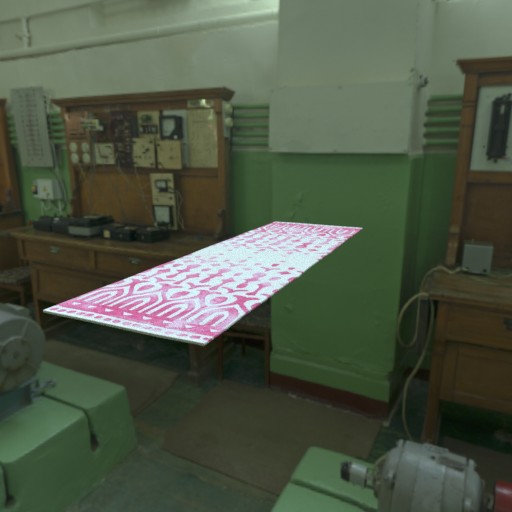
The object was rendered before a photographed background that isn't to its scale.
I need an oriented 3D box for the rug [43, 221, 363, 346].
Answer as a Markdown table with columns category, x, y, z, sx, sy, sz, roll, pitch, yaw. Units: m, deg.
| category | x | y | z | sx | sy | sz | roll | pitch | yaw |
| --- | --- | --- | --- | --- | --- | --- | --- | --- | --- |
| rug | 0.000 | 0.000 | 2.736 | 0.787 | 0.011 | 2.458 | 7 | 15 | 25 |
